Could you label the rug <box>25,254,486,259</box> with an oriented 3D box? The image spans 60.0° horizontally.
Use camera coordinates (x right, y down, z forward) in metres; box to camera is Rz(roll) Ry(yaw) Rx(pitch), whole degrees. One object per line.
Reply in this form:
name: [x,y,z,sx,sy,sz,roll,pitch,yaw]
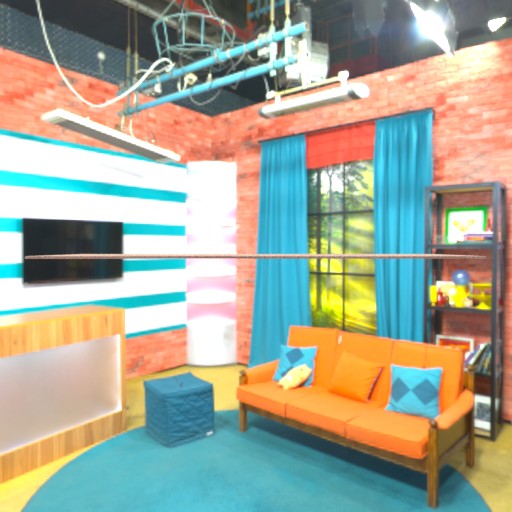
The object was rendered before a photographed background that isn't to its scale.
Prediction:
rug: [0.000,0.000,2.691,2.435,0.015,0.760,0,1,0]
